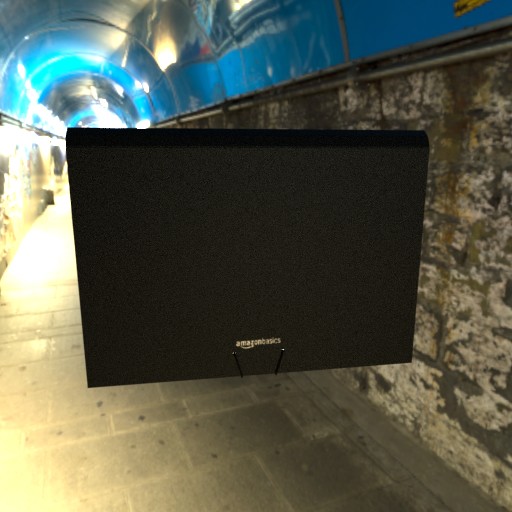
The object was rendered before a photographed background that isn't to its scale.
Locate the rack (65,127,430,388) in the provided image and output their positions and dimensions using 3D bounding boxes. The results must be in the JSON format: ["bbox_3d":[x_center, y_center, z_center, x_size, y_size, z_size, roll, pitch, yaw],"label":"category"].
[{"bbox_3d":[0.000,0.000,0.438,0.330,0.241,0.041,-2,13,-9],"label":"rack"}]
